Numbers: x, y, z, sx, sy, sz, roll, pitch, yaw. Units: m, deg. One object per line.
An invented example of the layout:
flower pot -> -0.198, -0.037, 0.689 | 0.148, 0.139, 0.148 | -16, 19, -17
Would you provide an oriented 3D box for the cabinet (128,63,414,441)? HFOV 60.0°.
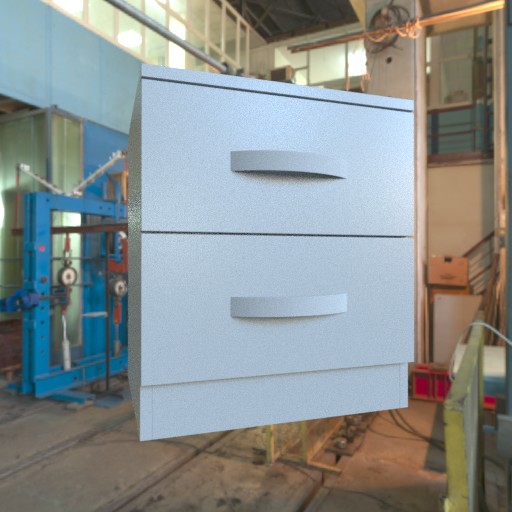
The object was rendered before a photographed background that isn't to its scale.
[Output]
cabinet -> 0.000, 0.000, 0.751 | 0.400, 0.470, 0.360 | 0, 0, -19
